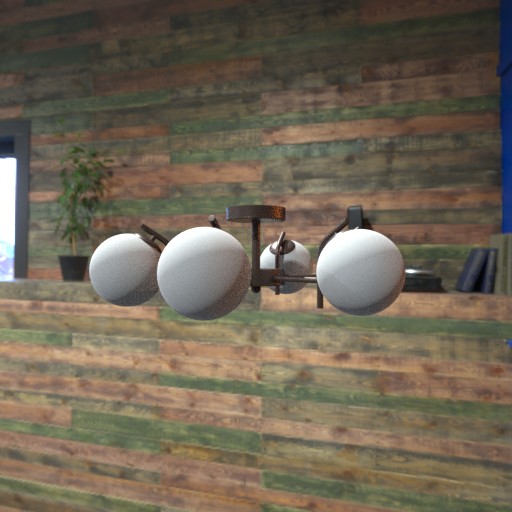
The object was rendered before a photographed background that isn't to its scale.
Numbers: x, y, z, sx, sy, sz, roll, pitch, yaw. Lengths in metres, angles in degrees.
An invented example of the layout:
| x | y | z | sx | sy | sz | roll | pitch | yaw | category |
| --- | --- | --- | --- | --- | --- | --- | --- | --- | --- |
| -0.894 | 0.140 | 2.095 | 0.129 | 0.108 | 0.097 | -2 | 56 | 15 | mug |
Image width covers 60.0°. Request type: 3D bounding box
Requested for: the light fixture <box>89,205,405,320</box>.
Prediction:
| x | y | z | sx | sy | sz | roll | pitch | yaw | category |
| --- | --- | --- | --- | --- | --- | --- | --- | --- | --- |
| 0.000 | 0.000 | 0.934 | 0.662 | 0.201 | 0.662 | 0 | 0 | 0 | light fixture |
